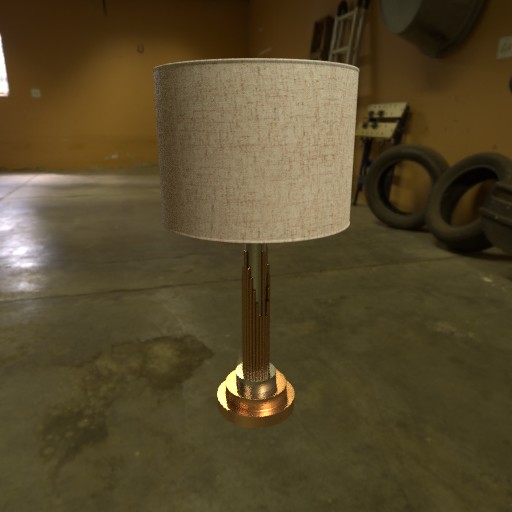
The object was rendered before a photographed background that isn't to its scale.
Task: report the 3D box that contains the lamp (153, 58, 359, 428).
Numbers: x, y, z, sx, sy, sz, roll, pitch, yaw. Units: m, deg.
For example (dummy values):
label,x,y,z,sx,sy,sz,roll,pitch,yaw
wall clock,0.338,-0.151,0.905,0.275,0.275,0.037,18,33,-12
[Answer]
label,x,y,z,sx,sy,sz,roll,pitch,yaw
lamp,0.000,0.000,0.793,0.321,0.610,0.321,9,19,27
